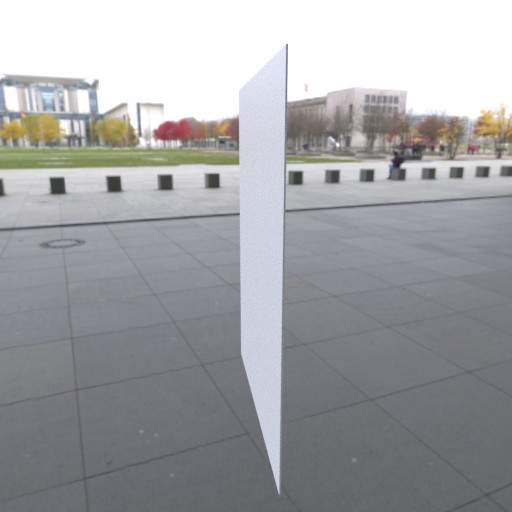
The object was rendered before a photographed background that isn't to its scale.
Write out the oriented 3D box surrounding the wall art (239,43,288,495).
[{"bbox_3d":[0.000,0.000,0.794,0.003,0.610,0.457,-2,14,-9],"label":"wall art"}]
